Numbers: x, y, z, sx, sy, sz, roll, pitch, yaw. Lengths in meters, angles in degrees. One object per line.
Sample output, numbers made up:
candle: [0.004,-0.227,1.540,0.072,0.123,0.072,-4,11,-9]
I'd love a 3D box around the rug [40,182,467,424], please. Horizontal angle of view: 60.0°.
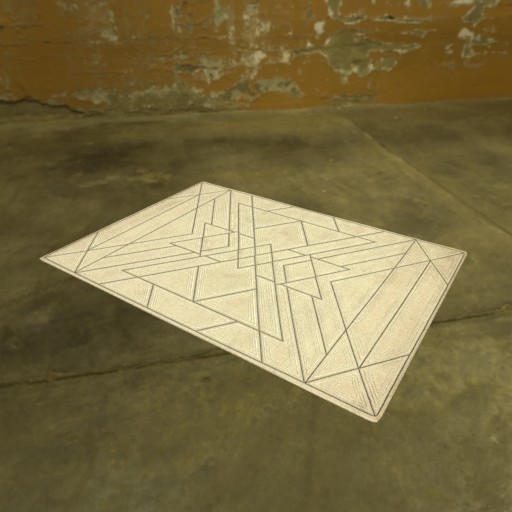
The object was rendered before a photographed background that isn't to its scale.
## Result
rug: [0.000,0.000,4.293,3.381,0.026,2.436,19,36,29]
